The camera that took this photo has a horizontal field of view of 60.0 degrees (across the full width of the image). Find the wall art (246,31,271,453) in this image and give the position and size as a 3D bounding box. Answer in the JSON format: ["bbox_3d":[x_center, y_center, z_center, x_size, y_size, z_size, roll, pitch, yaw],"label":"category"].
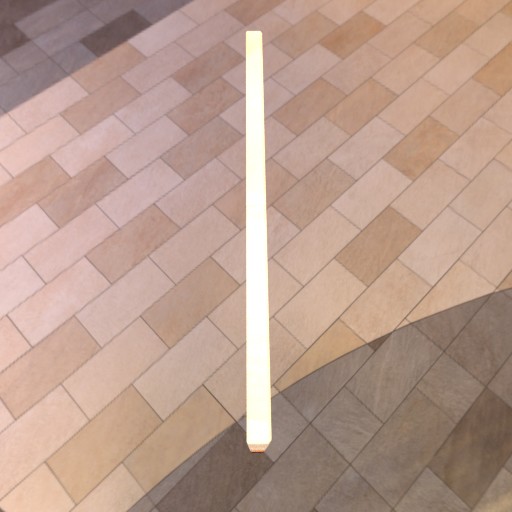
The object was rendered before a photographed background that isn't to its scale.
[{"bbox_3d":[0.000,0.000,1.146,0.038,0.602,0.918,-1,65,0],"label":"wall art"}]
